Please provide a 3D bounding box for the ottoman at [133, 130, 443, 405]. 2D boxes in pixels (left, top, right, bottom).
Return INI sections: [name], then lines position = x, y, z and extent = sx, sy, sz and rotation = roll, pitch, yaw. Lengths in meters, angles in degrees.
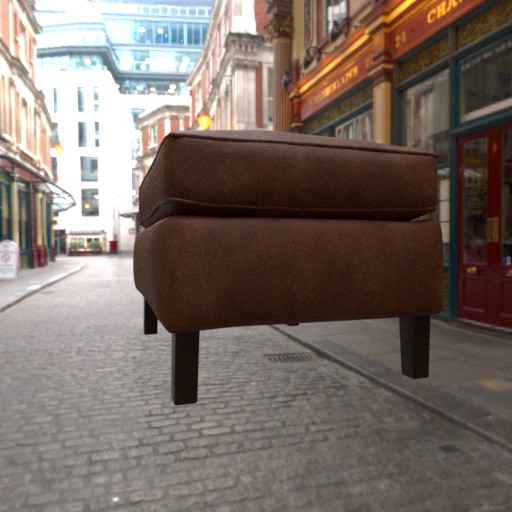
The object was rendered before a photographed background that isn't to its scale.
[ottoman]
position = 0.000, 0.000, 0.971
extent = 0.501, 0.418, 0.665
rotation = 0, 1, -18
